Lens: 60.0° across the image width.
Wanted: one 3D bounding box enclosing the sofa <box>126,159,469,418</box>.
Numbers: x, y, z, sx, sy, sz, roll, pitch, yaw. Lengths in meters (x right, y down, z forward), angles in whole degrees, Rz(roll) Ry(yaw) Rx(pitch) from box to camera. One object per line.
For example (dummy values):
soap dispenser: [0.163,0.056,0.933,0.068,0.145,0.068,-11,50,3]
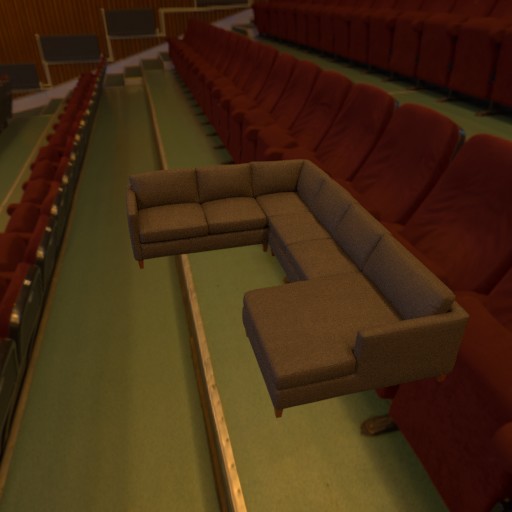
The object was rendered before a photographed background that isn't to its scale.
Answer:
sofa: [0.000,0.000,4.699,2.594,0.961,3.460,-8,32,-13]
